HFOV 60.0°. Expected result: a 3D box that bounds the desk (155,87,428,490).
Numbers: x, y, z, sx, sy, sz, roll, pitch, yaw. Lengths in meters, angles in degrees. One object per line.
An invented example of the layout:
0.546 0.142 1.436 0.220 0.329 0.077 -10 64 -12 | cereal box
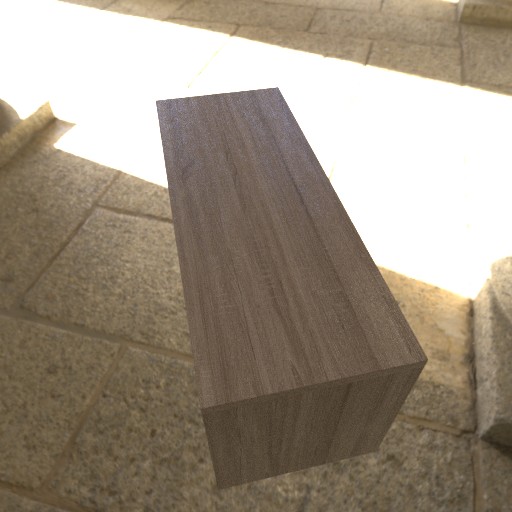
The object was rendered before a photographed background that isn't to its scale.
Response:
0.000 0.000 2.075 0.690 0.760 1.700 -10 48 -9 | desk
